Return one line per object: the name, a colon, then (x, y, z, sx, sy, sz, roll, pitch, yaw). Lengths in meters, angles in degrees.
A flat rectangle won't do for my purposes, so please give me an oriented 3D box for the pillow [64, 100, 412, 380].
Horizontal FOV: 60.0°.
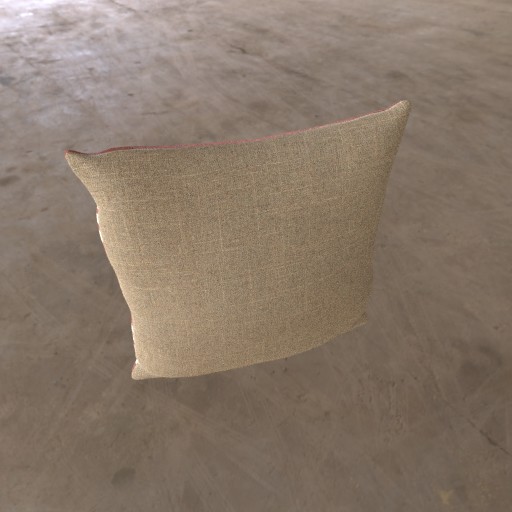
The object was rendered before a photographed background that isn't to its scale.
pillow: (0.000, 0.000, 0.663, 0.439, 0.427, 0.182, -11, 42, -13)
